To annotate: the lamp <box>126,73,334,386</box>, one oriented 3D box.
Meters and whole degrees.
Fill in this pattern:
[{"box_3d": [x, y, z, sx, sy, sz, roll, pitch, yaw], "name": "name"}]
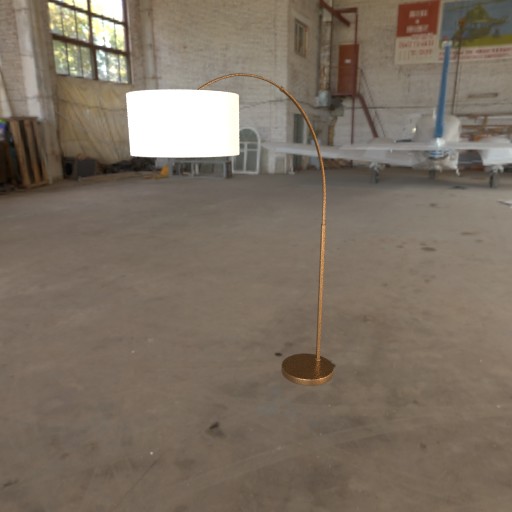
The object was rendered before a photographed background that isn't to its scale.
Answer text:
[{"box_3d": [0.000, 0.000, 2.533, 0.493, 1.927, 1.434, 14, 21, 42], "name": "lamp"}]
